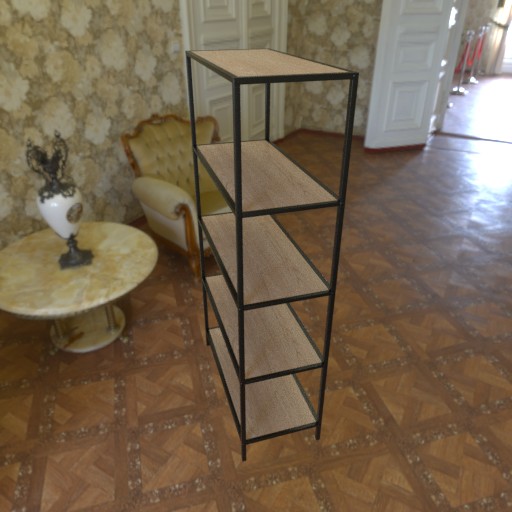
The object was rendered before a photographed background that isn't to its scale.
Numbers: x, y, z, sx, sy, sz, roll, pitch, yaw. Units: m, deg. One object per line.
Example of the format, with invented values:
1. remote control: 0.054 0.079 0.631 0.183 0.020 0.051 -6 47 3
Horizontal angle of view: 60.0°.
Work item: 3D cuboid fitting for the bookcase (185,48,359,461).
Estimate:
1. bookcase: 0.000 0.000 1.842 0.350 1.500 0.770 -9 31 -15
